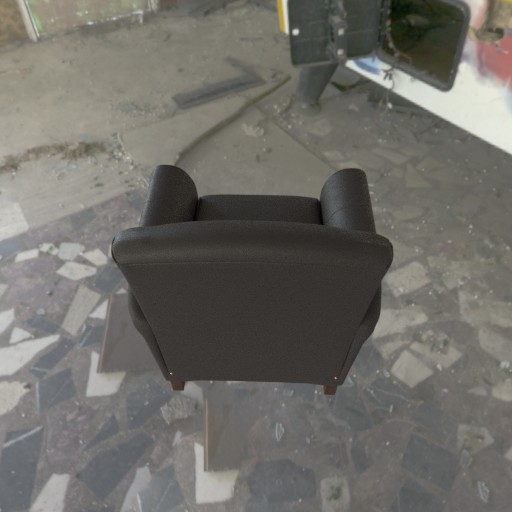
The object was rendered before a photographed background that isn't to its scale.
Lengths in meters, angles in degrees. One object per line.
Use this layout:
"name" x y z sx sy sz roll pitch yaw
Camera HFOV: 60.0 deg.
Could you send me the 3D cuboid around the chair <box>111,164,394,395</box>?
"chair" 0.000 0.000 1.777 0.978 1.061 0.902 1 48 1
